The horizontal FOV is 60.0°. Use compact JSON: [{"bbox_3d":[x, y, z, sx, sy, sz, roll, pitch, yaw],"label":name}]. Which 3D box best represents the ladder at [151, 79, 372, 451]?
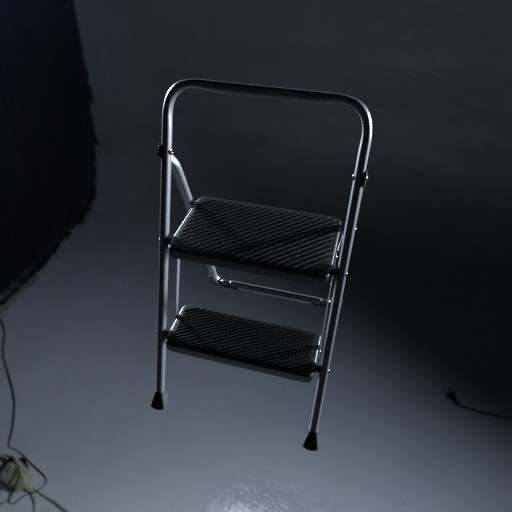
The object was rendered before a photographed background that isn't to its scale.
[{"bbox_3d":[0.000,0.000,1.004,0.430,0.720,0.472,10,43,11],"label":"ladder"}]
